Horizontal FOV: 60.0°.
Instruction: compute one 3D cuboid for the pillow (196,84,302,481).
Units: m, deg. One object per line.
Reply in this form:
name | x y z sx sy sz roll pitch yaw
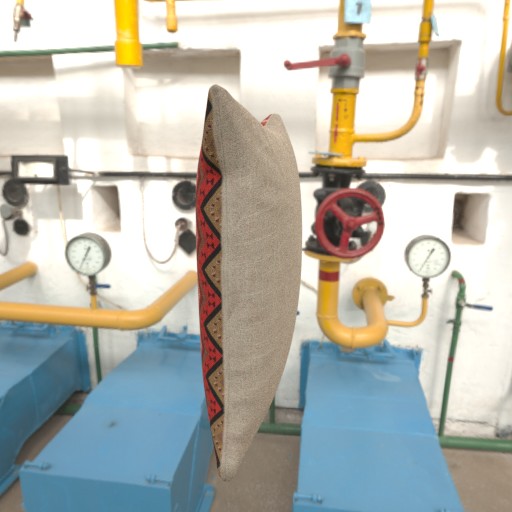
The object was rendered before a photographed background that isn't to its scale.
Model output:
pillow | 0.000 0.000 0.778 0.158 0.511 0.513 2 15 9
